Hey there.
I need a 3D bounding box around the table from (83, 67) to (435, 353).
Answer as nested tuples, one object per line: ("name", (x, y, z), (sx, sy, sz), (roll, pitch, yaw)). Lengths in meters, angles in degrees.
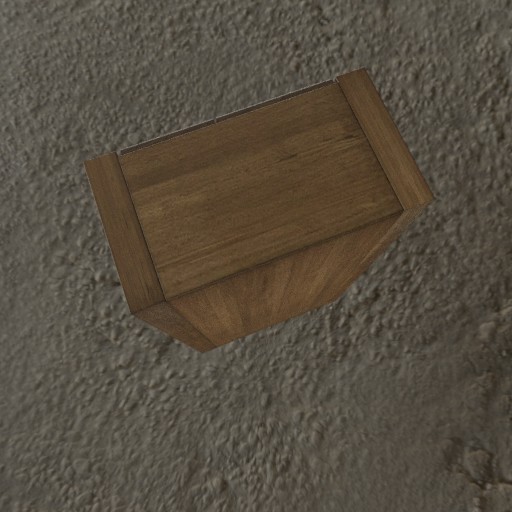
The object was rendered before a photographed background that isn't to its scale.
("table", (0.000, 0.000, 2.514), (1.100, 2.000, 0.600), (-21, 75, -6))
